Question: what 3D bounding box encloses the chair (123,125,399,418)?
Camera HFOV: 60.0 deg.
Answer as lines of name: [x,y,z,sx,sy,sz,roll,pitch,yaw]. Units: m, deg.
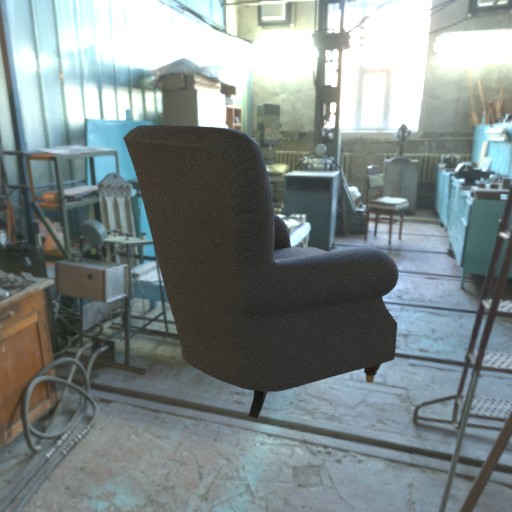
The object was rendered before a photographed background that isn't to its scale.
chair: [0.000,0.000,1.853,0.983,1.046,0.983,-8,18,-26]
